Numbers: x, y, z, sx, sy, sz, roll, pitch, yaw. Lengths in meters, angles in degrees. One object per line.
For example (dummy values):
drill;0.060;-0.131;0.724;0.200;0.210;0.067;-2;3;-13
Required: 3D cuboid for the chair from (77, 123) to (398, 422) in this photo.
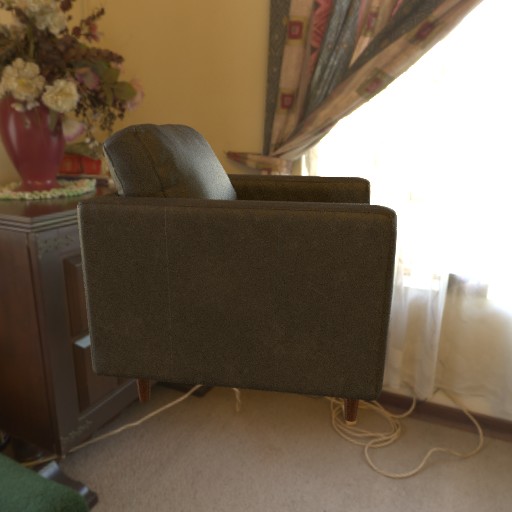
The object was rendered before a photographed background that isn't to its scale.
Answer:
chair;0.000;0.000;1.571;0.879;0.898;0.831;2;16;8
